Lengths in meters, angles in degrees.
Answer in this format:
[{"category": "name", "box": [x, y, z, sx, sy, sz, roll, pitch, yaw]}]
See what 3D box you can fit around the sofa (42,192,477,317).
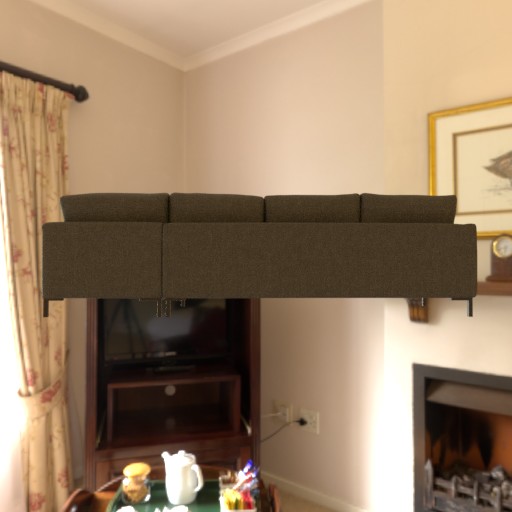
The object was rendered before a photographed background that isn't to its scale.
[{"category": "sofa", "box": [0.000, 0.000, 3.930, 2.972, 0.858, 1.984, 0, -1, -1]}]
